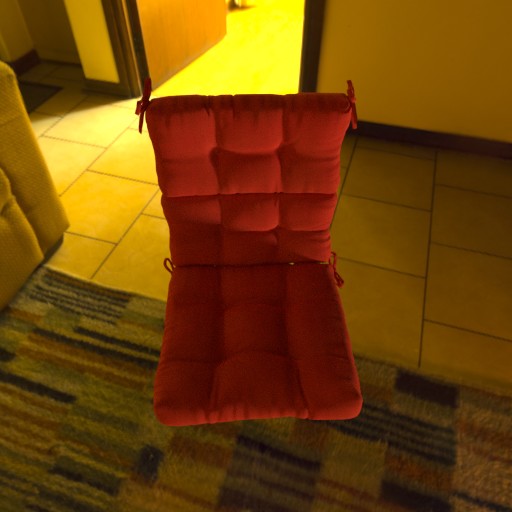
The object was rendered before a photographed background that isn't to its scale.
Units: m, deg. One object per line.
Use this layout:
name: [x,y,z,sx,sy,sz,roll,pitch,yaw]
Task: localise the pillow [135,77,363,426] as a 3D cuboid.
pillow: [0.000,0.000,1.020,0.519,0.605,0.571,-2,47,-1]
